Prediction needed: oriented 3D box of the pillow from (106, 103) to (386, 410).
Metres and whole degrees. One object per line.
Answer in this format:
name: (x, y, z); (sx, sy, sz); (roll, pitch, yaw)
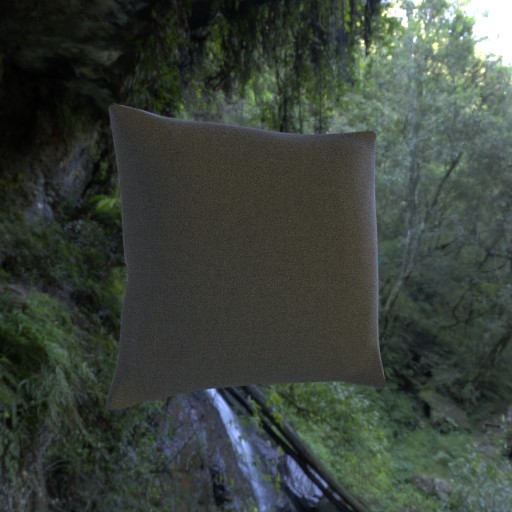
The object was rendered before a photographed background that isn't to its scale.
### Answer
pillow: (0.000, 0.000, 0.780); (0.496, 0.491, 0.219); (1, -2, -17)
